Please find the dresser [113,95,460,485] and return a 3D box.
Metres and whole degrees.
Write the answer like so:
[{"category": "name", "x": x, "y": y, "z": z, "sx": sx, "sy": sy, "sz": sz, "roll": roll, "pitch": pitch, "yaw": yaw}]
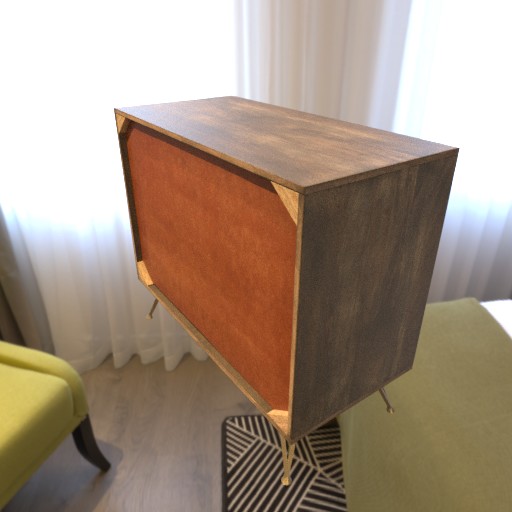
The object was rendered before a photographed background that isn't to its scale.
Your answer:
[{"category": "dresser", "x": 0.000, "y": 0.000, "z": 1.373, "sx": 0.453, "sy": 0.801, "sz": 0.923, "roll": -18, "pitch": 33, "yaw": -31}]
